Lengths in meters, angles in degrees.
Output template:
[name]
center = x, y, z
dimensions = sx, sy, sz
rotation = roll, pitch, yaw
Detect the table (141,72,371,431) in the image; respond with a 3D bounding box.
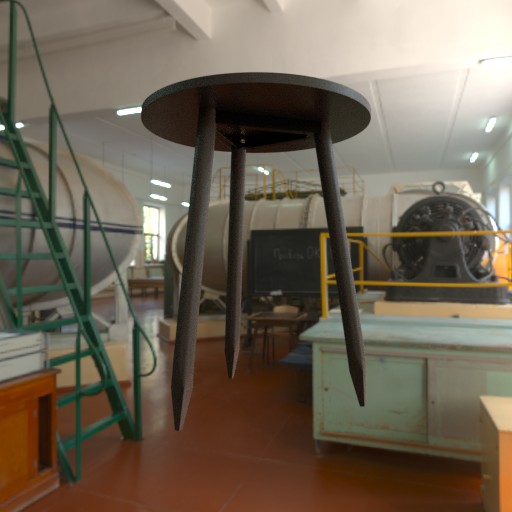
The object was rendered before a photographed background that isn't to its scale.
[table]
center = 0.000, 0.000, 0.910
dimensions = 0.457, 0.585, 0.457
rotation = 0, 0, 0
